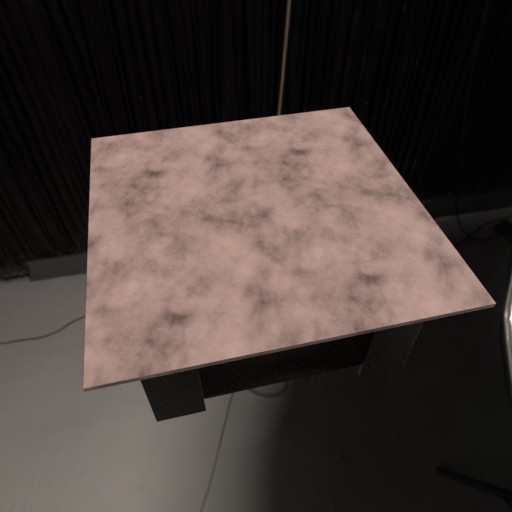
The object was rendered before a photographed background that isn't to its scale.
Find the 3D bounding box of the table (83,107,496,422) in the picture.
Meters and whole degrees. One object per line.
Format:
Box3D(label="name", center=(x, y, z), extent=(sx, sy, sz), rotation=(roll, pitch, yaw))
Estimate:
Box3D(label="table", center=(0.000, 0.000, 1.024), extent=(0.670, 0.305, 0.670), rotation=(-10, 48, -9))
